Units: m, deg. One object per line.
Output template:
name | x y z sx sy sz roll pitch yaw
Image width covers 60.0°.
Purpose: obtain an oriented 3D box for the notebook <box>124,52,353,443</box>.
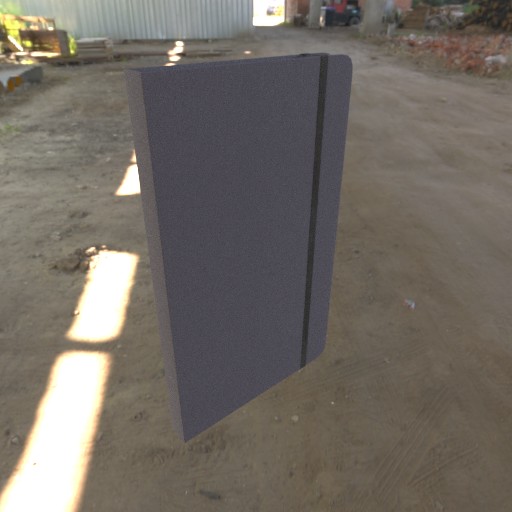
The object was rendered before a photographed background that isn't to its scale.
notebook | 0.000 0.000 0.261 0.127 0.213 0.016 -22 36 -34
